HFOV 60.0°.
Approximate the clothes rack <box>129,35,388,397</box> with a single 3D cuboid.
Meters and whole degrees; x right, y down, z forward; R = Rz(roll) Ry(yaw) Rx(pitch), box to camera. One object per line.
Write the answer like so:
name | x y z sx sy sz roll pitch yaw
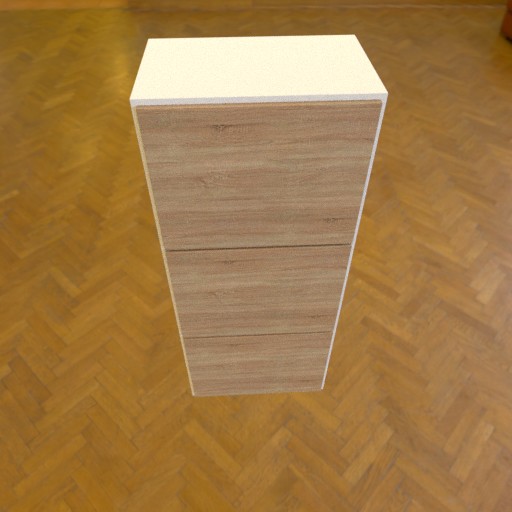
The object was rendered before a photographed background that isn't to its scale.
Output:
clothes rack | 0.000 0.000 1.383 0.500 1.187 0.331 -2 46 -2
